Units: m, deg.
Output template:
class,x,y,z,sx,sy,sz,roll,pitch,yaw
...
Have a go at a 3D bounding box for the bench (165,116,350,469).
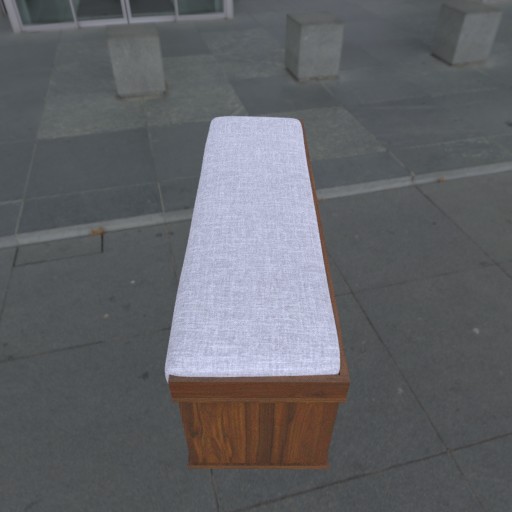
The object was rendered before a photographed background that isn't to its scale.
class,x,y,z,sx,sy,sz,roll,pitch,yaw
bench,0.000,0.000,1.433,0.367,0.468,1.196,0,41,0
